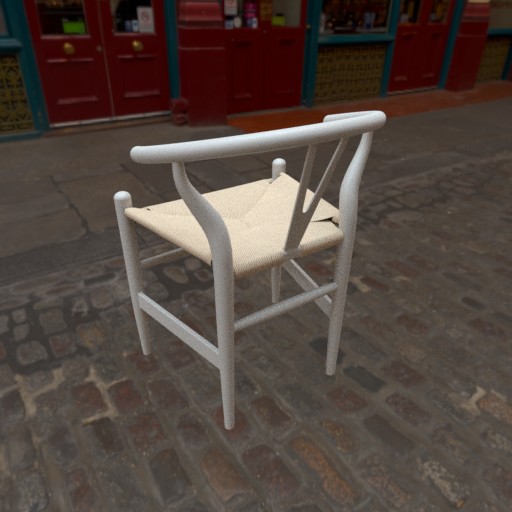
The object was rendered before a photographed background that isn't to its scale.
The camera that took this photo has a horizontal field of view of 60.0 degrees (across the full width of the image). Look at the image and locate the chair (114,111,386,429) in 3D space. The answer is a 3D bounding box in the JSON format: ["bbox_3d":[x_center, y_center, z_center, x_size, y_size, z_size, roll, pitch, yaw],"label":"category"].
[{"bbox_3d":[0.000,0.000,1.082,0.533,0.736,0.500,-18,34,-29],"label":"chair"}]
